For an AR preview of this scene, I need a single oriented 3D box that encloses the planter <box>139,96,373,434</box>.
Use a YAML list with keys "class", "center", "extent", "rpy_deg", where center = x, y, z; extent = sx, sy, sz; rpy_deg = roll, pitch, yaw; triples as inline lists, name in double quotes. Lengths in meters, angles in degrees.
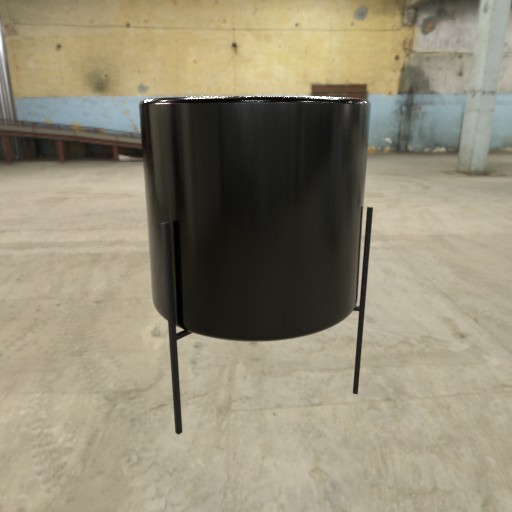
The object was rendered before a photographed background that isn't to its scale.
- class: "planter"
  center: [0.000, 0.000, 0.650]
  extent: [0.310, 0.432, 0.310]
  rpy_deg: [8, 20, 25]
